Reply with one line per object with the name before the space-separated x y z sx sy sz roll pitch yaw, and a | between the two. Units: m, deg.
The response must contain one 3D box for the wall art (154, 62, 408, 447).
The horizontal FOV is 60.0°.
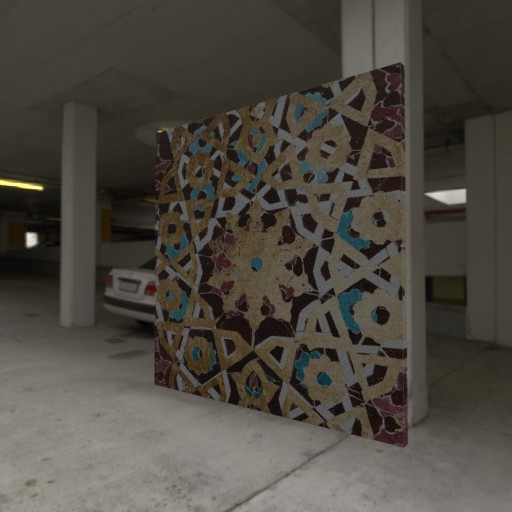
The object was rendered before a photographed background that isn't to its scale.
wall art | 0.000 0.000 1.120 0.757 0.762 0.028 -1 -2 38
